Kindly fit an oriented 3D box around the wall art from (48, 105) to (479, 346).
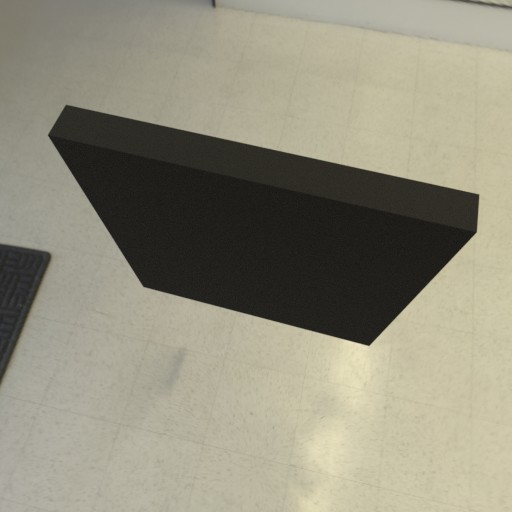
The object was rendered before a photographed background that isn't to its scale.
[{"bbox_3d":[0.000,0.000,0.451,0.308,0.305,0.030,14,65,6],"label":"wall art"}]
